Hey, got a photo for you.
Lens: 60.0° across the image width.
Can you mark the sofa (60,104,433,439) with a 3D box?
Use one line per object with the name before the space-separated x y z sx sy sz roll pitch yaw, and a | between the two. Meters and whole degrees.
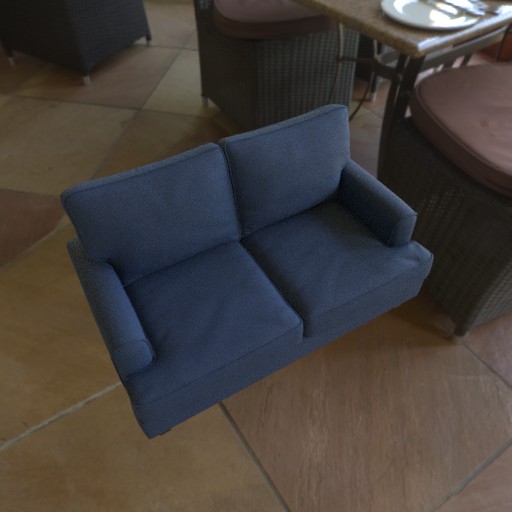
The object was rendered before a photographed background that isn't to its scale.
sofa | 0.000 0.000 2.252 1.651 0.965 0.965 -23 52 -20
